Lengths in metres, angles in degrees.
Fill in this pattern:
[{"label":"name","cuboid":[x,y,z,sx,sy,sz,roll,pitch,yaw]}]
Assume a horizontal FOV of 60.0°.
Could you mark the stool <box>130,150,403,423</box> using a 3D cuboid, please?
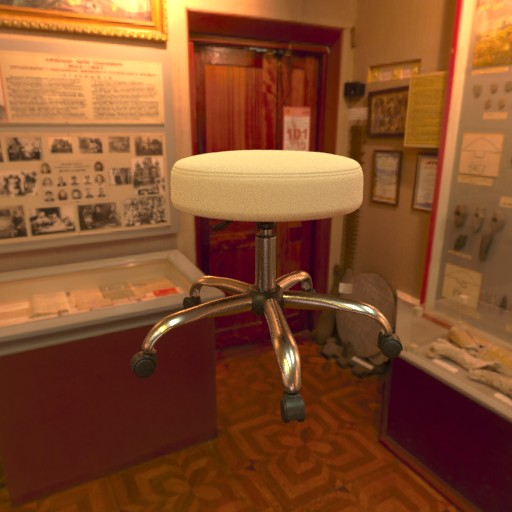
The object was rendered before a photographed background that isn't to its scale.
[{"label":"stool","cuboid":[0.000,0.000,1.049,0.614,0.482,0.634,-8,18,-25]}]
